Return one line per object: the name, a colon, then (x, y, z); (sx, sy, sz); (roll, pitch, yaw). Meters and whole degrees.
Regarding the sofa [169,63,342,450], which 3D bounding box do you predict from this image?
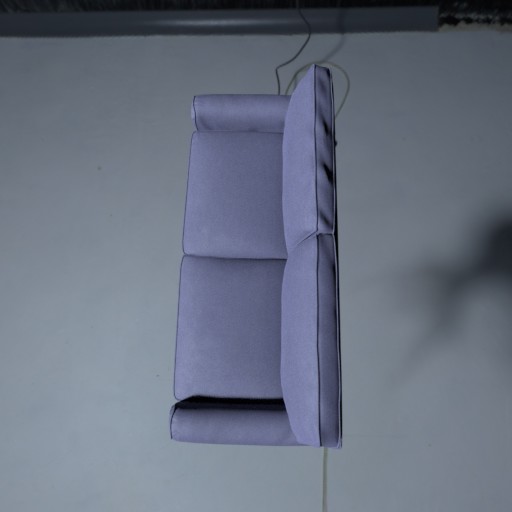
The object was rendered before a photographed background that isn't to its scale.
sofa: (0.000, 0.000, 2.855); (0.983, 1.094, 2.256); (1, 75, 0)
